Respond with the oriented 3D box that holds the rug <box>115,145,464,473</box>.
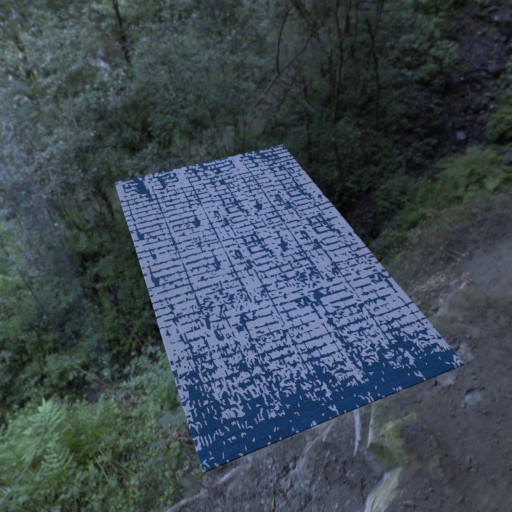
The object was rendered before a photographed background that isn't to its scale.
[{"bbox_3d":[0.000,0.000,3.051,1.517,0.011,2.435,-16,48,-15],"label":"rug"}]
